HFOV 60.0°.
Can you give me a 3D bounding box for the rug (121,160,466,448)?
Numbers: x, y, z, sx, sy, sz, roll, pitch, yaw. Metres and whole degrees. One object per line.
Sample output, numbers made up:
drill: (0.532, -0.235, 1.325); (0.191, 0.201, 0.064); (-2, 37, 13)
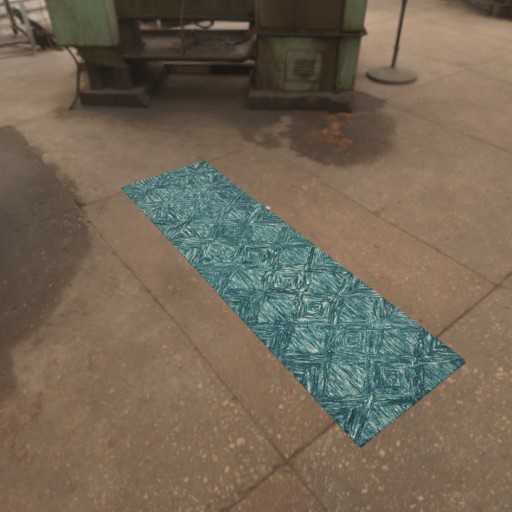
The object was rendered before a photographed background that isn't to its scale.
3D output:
rug: (0.000, 0.000, 2.536); (0.676, 0.016, 2.286); (-25, 46, -26)
